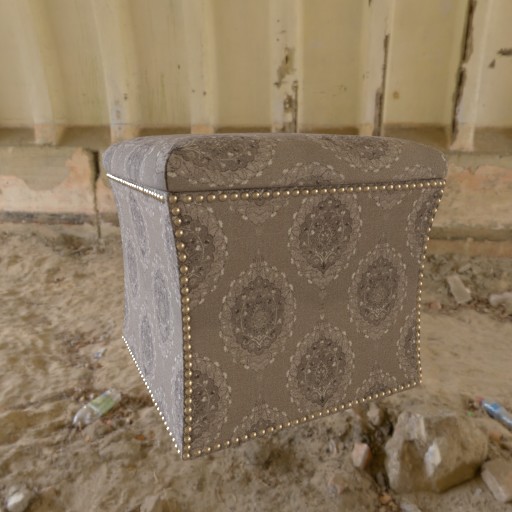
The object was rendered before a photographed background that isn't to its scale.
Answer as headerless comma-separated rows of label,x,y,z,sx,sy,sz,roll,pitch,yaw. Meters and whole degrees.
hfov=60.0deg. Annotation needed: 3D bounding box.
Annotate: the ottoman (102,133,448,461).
ottoman,0.000,0.000,0.885,0.507,0.473,0.497,-7,16,-26
